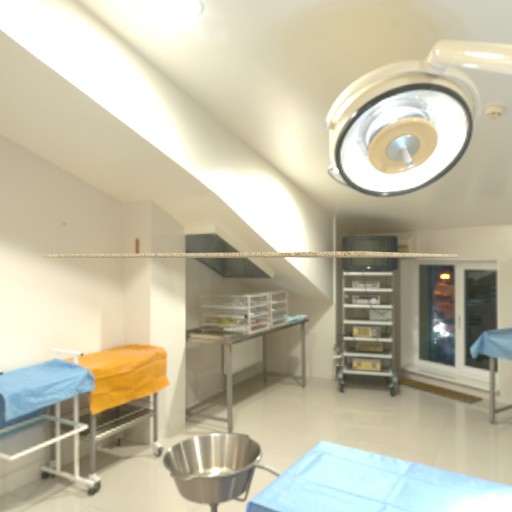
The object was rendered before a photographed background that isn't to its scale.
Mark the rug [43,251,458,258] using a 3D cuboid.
[{"bbox_3d":[0.000,0.000,4.062,3.001,0.025,2.401,0,0,35],"label":"rug"}]
